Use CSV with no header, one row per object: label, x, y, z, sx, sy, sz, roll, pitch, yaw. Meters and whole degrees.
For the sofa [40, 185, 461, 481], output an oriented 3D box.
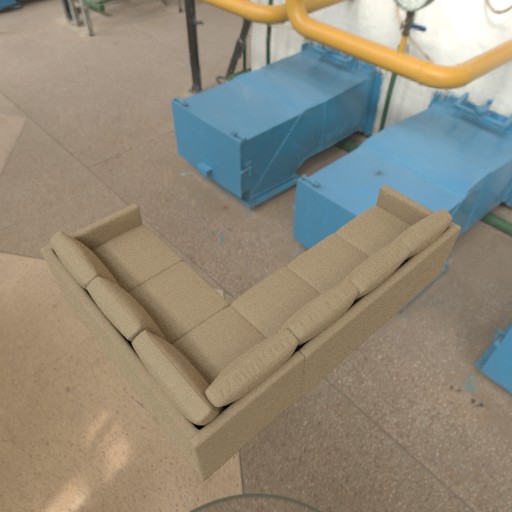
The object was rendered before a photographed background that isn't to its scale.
sofa,0.000,0.000,4.348,3.182,0.871,2.432,-33,54,-27
